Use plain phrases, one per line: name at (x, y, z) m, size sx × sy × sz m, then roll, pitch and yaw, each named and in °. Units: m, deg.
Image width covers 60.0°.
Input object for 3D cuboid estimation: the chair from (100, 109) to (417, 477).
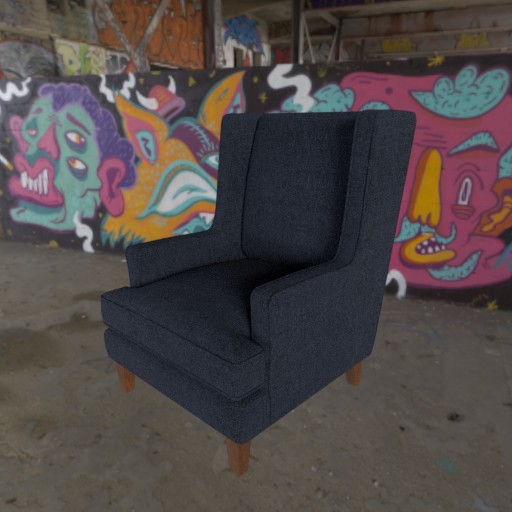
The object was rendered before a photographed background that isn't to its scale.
chair at (0.000, 0.000, 1.707) m, size 0.764 × 1.072 × 0.947 m, roll 15°, pitch 22°, yaw 41°
